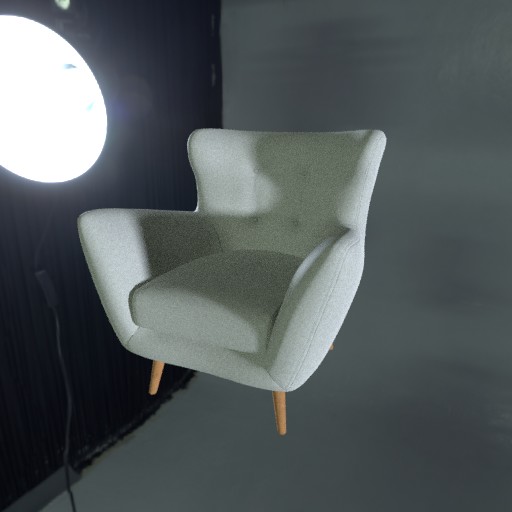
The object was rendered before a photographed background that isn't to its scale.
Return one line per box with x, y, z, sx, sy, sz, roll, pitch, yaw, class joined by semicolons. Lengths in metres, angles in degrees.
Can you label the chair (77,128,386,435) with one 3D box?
0.000;0.000;1.625;0.890;0.889;0.889;8;18;24;chair
